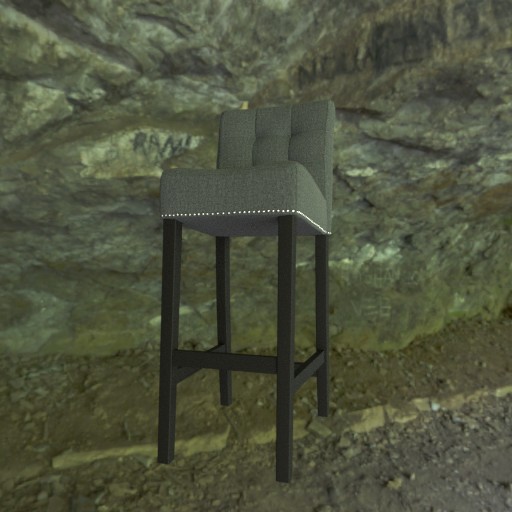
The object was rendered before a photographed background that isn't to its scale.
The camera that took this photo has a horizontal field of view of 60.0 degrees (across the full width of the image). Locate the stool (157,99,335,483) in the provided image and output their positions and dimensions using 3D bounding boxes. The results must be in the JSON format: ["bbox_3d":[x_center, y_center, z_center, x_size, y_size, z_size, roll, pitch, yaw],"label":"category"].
[{"bbox_3d":[0.000,0.000,1.325,0.411,1.047,0.548,0,0,18],"label":"stool"}]
